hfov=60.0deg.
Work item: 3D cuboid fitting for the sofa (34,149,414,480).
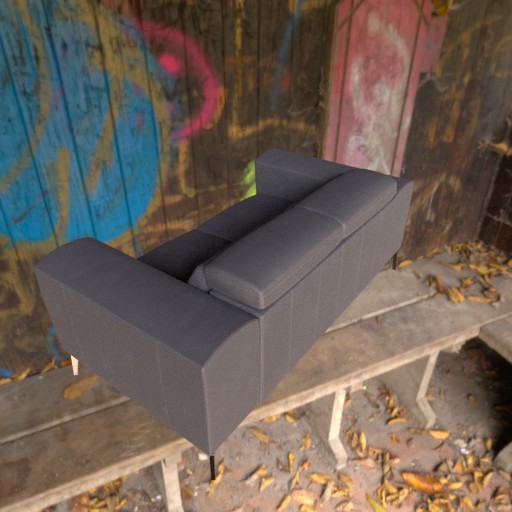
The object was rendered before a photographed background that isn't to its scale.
[{"bbox_3d":[0.000,0.000,2.387,1.003,0.779,1.895,22,38,30],"label":"sofa"}]
